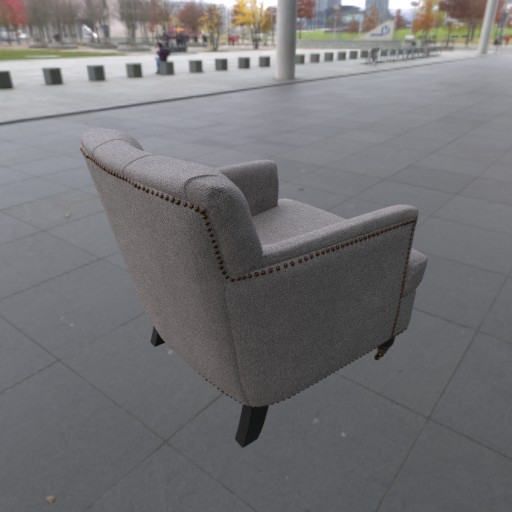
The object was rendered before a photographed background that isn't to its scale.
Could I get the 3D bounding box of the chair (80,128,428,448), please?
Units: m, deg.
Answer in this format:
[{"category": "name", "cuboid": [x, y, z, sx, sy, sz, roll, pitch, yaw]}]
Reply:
[{"category": "chair", "cuboid": [0.000, 0.000, 1.465, 0.902, 0.823, 0.737, -19, 32, -33]}]
